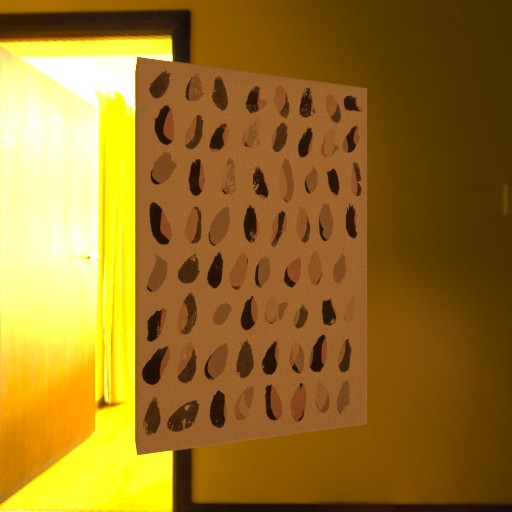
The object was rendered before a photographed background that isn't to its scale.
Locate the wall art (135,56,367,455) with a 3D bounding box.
[{"bbox_3d":[0.000,0.000,0.481,0.252,0.381,0.039,0,0,-18],"label":"wall art"}]
